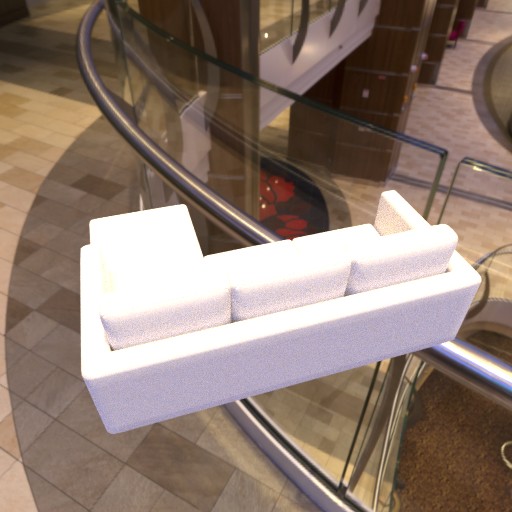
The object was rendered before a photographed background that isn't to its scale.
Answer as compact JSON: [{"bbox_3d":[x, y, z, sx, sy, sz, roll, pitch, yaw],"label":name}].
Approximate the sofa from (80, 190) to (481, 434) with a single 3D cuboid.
[{"bbox_3d":[0.000,0.000,2.803,2.029,0.899,1.580,-11,43,-13],"label":"sofa"}]
